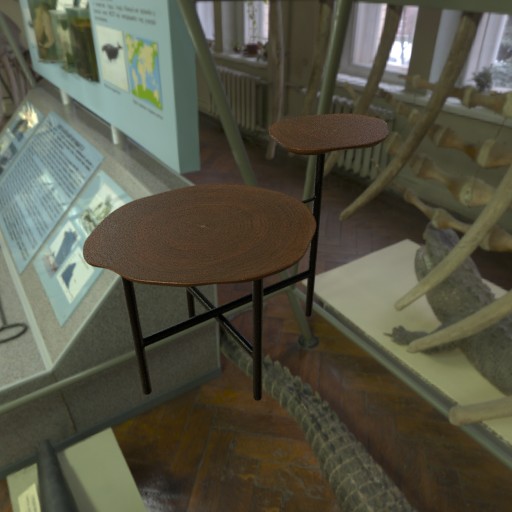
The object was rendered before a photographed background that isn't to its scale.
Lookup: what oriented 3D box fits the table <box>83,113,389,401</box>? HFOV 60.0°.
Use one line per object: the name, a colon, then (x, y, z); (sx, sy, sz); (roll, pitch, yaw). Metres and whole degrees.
table: (0.000, 0.000, 1.062); (0.759, 0.538, 0.442); (-19, 36, -29)
